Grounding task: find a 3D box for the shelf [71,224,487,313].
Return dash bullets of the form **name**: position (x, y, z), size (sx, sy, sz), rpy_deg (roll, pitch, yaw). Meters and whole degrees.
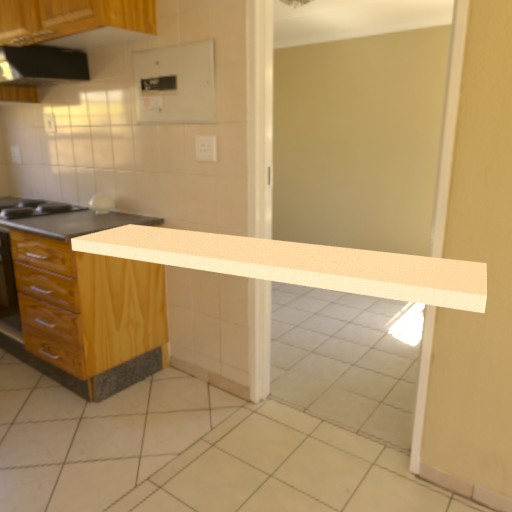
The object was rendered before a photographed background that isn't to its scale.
- **shelf**: position (0.000, 0.000, 0.658), size (0.610, 0.020, 0.140), rpy_deg (7, 17, 26)
